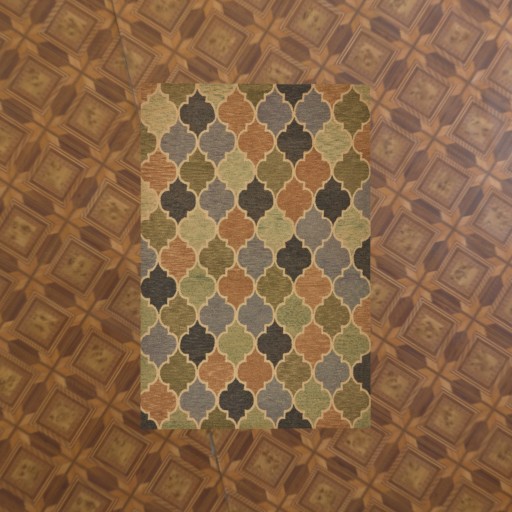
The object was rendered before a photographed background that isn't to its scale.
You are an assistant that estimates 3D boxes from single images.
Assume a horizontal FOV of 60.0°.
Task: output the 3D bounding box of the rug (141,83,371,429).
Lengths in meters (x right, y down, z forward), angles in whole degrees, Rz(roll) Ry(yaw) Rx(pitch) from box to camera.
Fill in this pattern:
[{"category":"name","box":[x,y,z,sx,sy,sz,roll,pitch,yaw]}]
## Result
[{"category":"rug","box":[0.000,0.000,2.938,1.521,0.006,2.284,0,90,-1]}]
